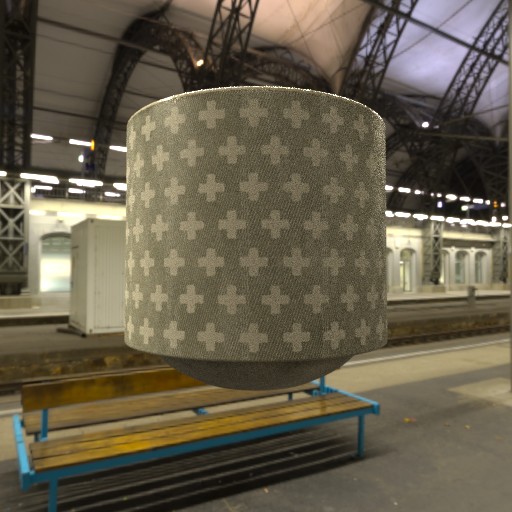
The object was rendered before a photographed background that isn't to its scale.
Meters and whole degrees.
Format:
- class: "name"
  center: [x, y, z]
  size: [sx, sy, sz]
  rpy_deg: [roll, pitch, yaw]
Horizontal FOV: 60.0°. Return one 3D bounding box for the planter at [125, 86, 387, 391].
- class: "planter"
  center: [0.000, 0.000, 0.442]
  size: [0.250, 0.239, 0.250]
  rpy_deg: [0, -2, 0]
